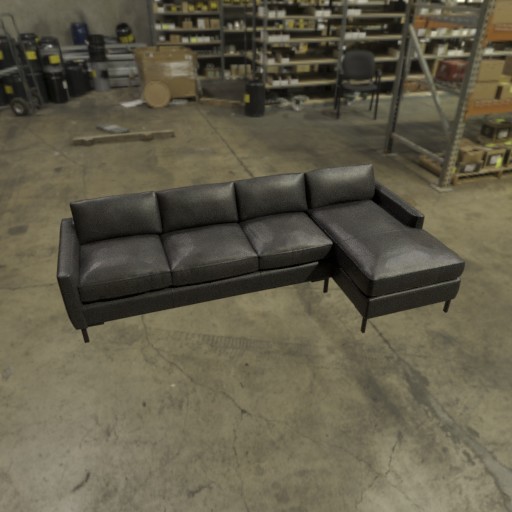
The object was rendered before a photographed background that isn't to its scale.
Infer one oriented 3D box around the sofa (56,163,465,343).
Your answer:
[{"bbox_3d":[0.000,0.000,3.645,2.993,0.859,1.471,-10,34,-15],"label":"sofa"}]
